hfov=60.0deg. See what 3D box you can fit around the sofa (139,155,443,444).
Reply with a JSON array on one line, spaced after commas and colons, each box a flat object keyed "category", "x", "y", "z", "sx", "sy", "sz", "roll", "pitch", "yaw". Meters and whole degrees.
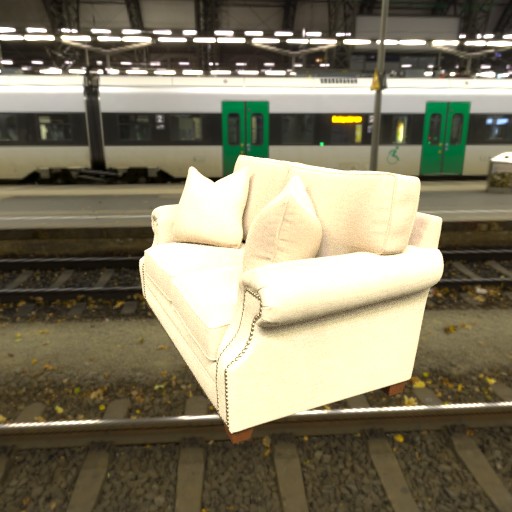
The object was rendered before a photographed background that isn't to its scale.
[{"category": "sofa", "x": 0.000, "y": 0.000, "z": 2.337, "sx": 0.966, "sy": 0.966, "sz": 1.701, "roll": -7, "pitch": 17, "yaw": -24}]
